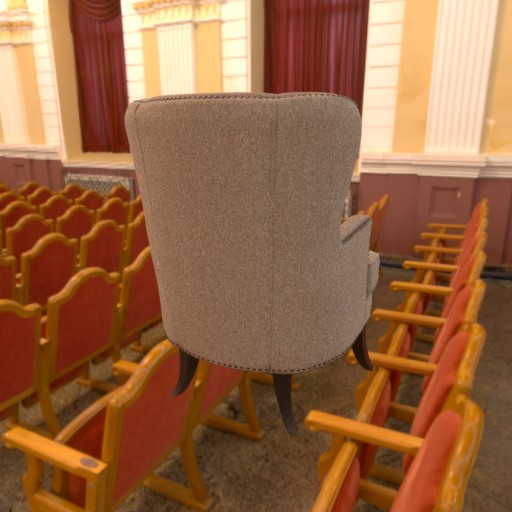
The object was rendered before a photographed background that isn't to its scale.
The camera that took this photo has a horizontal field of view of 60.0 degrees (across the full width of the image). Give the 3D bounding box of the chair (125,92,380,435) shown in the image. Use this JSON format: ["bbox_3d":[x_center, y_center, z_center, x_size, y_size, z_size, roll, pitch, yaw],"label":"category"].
[{"bbox_3d":[0.000,0.000,1.594,0.759,1.060,0.758,8,18,26],"label":"chair"}]
